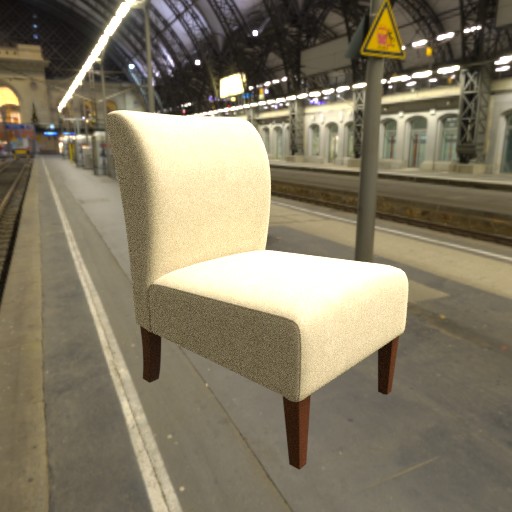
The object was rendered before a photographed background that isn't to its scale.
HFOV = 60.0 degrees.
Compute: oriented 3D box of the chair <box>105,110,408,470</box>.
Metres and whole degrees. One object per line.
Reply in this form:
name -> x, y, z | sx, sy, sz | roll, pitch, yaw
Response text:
chair -> 0.000, 0.000, 1.318 | 0.754, 0.833, 0.521 | 13, 19, 42
